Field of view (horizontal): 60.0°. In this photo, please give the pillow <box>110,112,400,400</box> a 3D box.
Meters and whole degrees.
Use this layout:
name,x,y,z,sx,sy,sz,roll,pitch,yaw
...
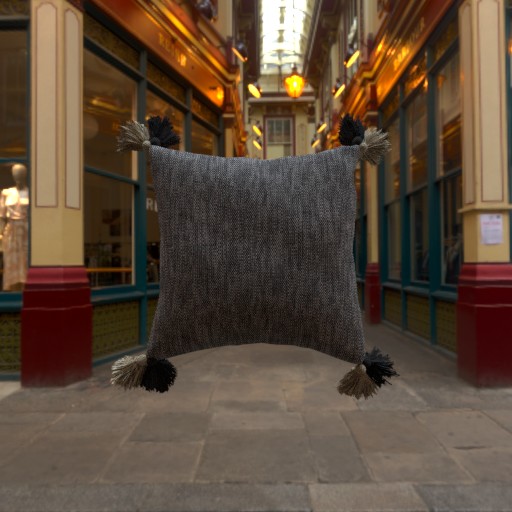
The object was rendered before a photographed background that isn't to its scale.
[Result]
name,x,y,z,sx,sy,sz,roll,pitch,yaw
pillow,0.000,0.000,0.985,0.654,0.659,0.170,0,0,0
